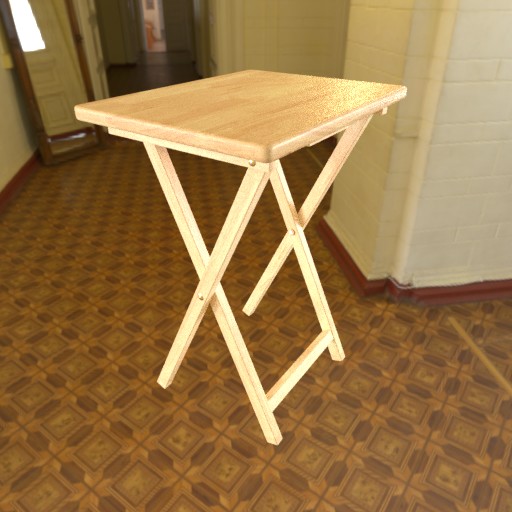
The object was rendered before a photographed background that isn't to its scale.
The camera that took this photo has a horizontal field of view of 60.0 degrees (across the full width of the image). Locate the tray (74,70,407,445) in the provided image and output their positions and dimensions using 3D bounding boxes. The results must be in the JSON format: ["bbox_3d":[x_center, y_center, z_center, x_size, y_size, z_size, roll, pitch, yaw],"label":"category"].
[{"bbox_3d":[0.000,0.000,0.950,0.381,0.660,0.483,20,36,30],"label":"tray"}]
